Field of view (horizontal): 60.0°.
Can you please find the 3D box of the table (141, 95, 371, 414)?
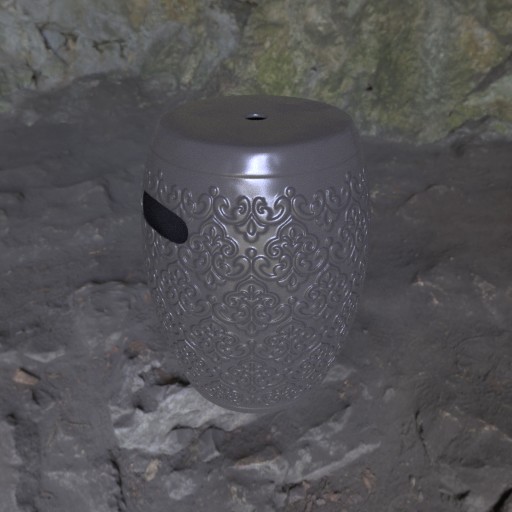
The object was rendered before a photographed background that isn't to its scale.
[{"bbox_3d":[0.000,0.000,0.634,0.309,0.397,0.309,0,32,0],"label":"table"}]
